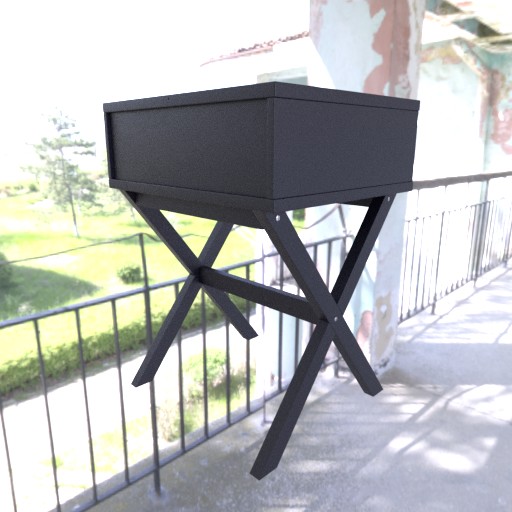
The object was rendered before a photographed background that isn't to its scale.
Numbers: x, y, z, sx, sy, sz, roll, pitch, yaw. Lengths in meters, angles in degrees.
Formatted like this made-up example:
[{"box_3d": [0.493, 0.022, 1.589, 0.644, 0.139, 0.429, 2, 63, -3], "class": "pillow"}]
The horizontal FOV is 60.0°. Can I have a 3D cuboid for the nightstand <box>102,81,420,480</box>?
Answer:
[{"box_3d": [0.000, 0.000, 0.944, 0.402, 0.623, 0.479, -14, 20, -43], "class": "nightstand"}]
